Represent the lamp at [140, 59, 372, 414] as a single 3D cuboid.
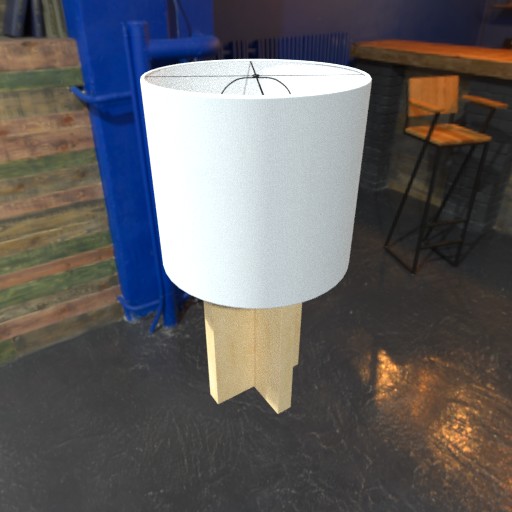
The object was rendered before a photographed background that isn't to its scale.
[{"bbox_3d":[0.000,0.000,0.556,0.229,0.428,0.229,-19,35,-28],"label":"lamp"}]
